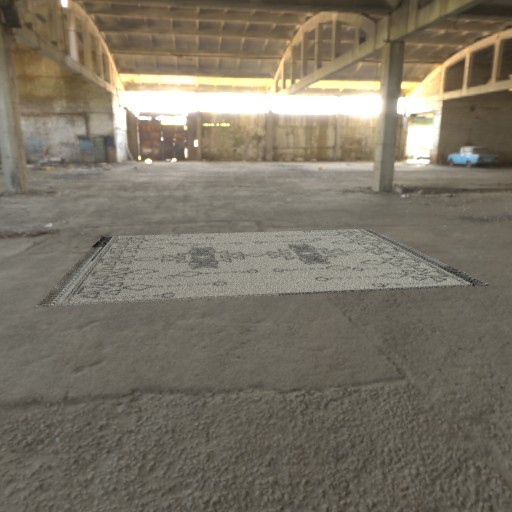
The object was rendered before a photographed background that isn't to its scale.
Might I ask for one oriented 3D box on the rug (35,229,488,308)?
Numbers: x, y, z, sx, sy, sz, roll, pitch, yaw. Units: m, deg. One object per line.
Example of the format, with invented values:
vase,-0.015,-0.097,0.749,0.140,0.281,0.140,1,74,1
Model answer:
rug,0.000,0.000,2.995,2.312,0.013,1.600,-2,14,-8
